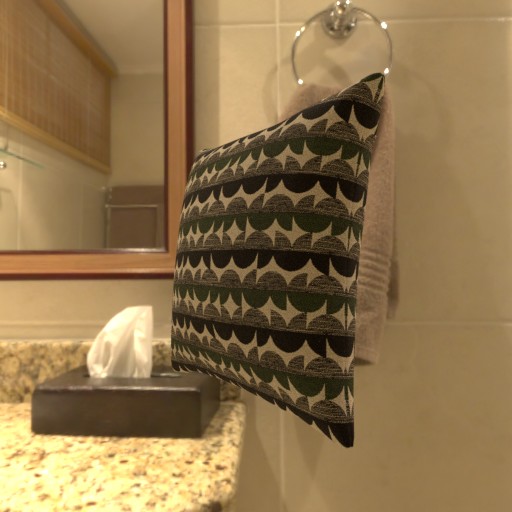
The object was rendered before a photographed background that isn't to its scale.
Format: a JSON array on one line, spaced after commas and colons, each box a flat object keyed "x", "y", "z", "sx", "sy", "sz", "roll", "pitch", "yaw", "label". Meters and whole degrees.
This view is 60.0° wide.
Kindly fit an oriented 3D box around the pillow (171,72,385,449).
[{"x": 0.000, "y": 0.000, "z": 0.643, "sx": 0.180, "sy": 0.404, "sz": 0.419, "roll": 1, "pitch": -2, "yaw": -35, "label": "pillow"}]
